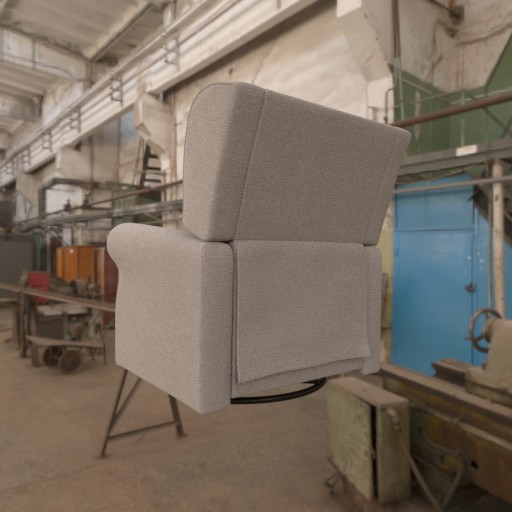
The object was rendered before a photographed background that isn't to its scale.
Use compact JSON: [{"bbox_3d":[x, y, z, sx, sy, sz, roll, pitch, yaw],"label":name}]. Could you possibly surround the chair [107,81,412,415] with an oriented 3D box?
[{"bbox_3d":[0.000,0.000,1.694,0.906,0.966,0.854,0,0,-37],"label":"chair"}]
